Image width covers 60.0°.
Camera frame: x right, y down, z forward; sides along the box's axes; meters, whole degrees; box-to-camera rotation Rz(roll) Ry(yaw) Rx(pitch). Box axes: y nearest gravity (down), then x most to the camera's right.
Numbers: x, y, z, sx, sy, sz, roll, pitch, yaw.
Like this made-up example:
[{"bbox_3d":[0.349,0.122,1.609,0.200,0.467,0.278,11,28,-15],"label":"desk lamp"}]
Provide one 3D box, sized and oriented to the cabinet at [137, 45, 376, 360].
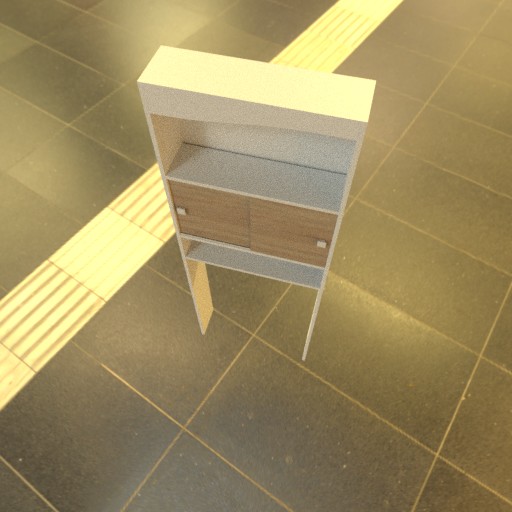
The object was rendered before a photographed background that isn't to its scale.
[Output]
[{"bbox_3d":[0.000,0.000,1.972,0.643,1.770,0.192,13,58,8],"label":"cabinet"}]
